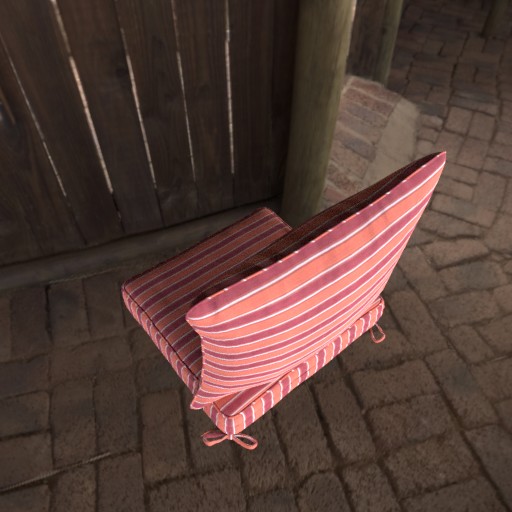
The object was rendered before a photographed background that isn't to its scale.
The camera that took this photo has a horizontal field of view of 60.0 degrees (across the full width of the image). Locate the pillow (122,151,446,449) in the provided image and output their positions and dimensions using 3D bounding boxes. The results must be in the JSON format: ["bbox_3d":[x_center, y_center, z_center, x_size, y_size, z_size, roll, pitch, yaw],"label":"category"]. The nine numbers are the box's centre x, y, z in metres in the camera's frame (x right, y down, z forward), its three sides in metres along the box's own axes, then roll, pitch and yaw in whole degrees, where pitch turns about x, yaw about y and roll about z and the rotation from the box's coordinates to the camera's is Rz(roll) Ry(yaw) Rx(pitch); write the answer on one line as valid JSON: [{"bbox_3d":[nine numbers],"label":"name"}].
[{"bbox_3d":[0.000,0.000,1.363,0.799,0.723,0.733,-31,54,-26],"label":"pillow"}]
